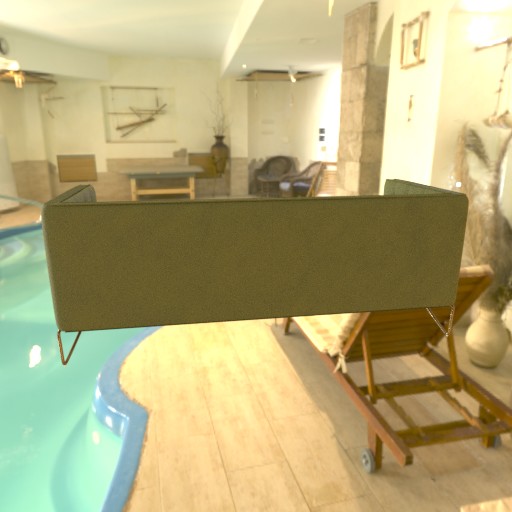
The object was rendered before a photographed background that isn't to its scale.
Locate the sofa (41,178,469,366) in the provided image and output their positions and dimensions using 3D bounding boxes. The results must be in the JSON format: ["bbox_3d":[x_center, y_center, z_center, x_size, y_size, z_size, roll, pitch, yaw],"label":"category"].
[{"bbox_3d":[0.000,0.000,2.575,2.087,0.789,0.867,-3,16,-9],"label":"sofa"}]
